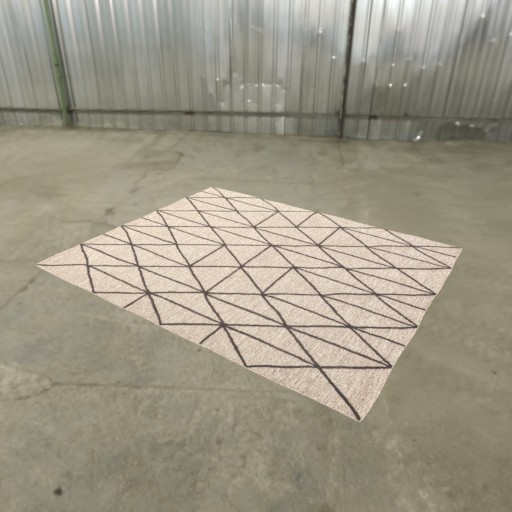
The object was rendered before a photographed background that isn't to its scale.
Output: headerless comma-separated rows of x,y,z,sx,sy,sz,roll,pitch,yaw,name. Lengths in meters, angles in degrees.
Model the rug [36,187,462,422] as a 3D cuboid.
0.000,0.000,4.029,3.061,0.022,2.468,18,33,30,rug
